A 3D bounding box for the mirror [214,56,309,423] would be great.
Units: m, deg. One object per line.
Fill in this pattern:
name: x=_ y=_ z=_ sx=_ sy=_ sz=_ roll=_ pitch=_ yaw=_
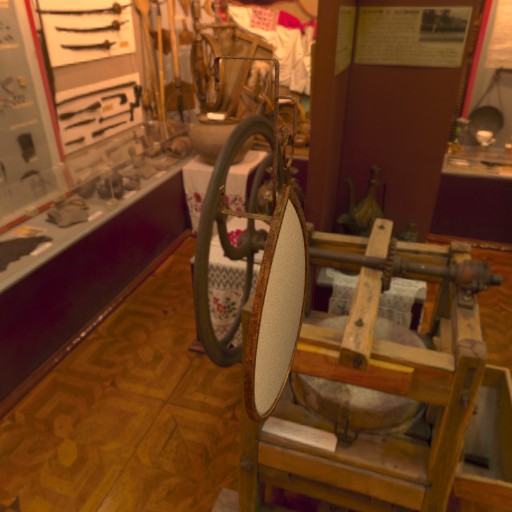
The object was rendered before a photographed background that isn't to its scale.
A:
mirror: x=0.000 y=0.000 z=0.908 sx=0.144 sy=0.744 sz=0.405 roll=10 pitch=31 yaw=17
